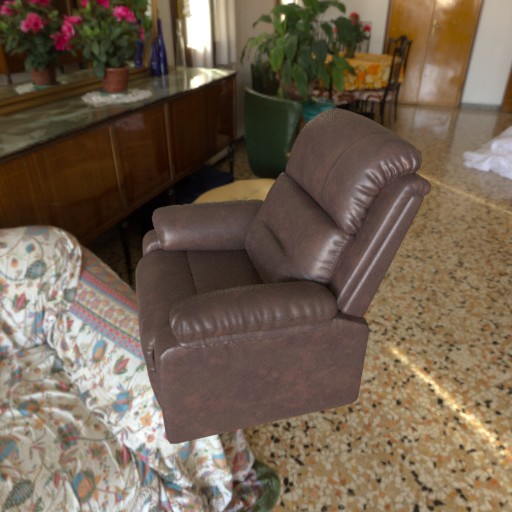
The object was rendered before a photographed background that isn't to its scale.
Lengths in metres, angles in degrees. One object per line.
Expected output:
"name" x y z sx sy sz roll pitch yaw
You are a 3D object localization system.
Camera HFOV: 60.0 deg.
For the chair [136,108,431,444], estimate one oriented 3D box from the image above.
"chair" 0.000 0.000 1.683 0.919 0.992 0.855 -8 31 -13
